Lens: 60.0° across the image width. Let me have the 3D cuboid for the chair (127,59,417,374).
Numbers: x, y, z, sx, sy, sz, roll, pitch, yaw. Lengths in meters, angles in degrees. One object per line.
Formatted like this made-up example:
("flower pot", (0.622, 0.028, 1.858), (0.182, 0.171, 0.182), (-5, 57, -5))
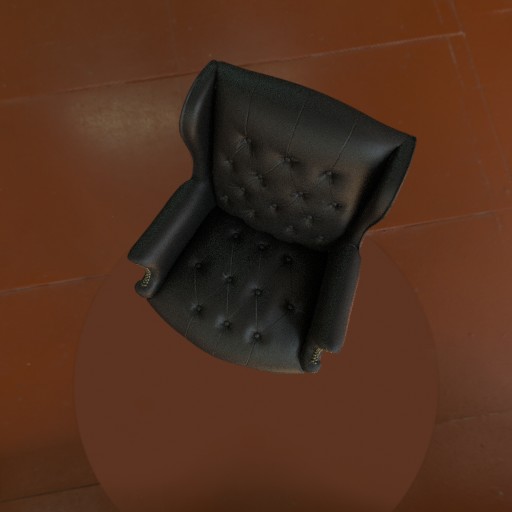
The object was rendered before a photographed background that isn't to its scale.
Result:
("chair", (0.000, 0.000, 1.706), (0.831, 1.133, 0.822), (24, 77, 6))
